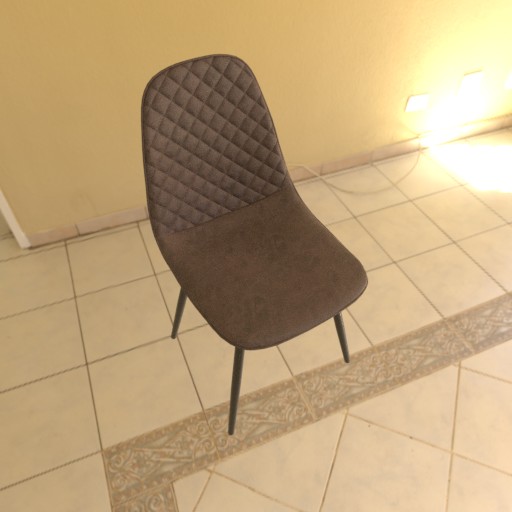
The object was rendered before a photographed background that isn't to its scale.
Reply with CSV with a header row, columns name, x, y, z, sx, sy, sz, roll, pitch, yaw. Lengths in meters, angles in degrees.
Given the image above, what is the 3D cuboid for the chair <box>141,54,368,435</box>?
name,x,y,z,sx,sy,sz,roll,pitch,yaw
chair,0.000,0.000,1.220,0.472,0.889,0.561,-25,51,-22
